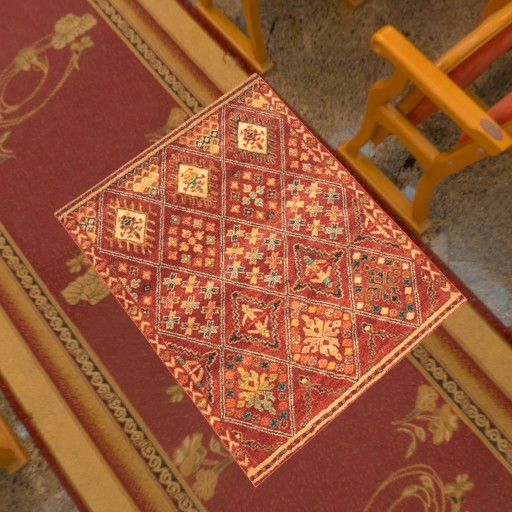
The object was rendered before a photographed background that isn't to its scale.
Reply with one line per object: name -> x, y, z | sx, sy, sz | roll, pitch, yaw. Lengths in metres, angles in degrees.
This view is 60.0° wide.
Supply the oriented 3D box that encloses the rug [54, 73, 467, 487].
rug -> 0.000, 0.000, 4.144 | 2.489, 0.030, 3.086 | -38, 79, -9
